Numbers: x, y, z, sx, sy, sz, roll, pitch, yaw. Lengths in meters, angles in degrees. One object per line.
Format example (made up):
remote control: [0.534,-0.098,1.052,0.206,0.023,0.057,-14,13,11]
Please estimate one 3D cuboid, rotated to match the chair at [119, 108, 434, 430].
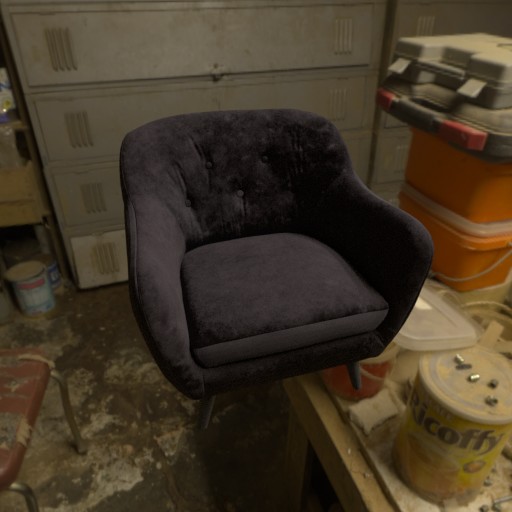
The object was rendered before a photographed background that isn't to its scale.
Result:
chair: [0.000,0.000,1.520,0.840,0.807,0.819,-9,33,-14]
